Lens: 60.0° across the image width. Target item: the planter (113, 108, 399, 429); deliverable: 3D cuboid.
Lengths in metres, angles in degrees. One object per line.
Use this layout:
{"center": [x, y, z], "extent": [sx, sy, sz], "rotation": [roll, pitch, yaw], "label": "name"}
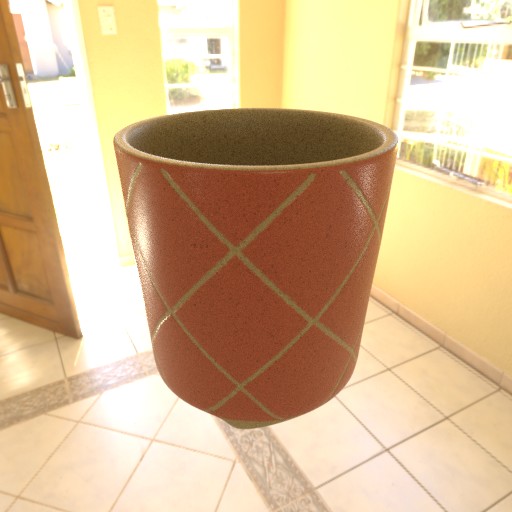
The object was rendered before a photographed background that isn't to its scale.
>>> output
{"center": [0.000, 0.000, 0.419], "extent": [0.227, 0.235, 0.227], "rotation": [0, 27, 0], "label": "planter"}
